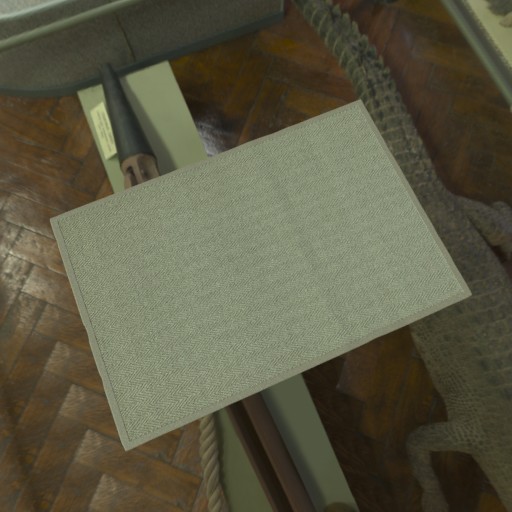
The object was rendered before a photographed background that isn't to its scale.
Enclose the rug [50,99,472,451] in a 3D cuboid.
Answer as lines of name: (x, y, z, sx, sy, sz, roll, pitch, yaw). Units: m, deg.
rug: (0.000, 0.000, 2.838, 2.290, 0.021, 1.540, -23, 75, -6)
